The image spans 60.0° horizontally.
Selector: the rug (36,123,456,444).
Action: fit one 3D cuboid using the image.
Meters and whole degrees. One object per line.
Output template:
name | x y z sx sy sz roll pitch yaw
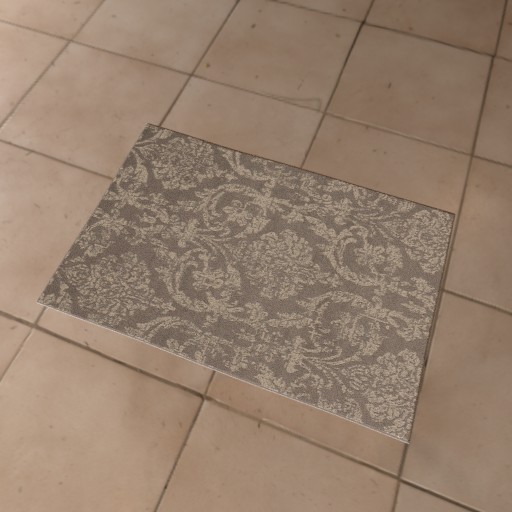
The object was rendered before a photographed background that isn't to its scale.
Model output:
rug | 0.000 0.000 2.253 1.824 0.012 1.206 18 65 9
